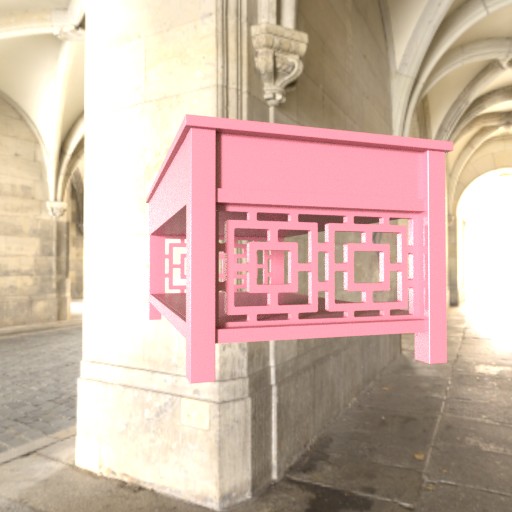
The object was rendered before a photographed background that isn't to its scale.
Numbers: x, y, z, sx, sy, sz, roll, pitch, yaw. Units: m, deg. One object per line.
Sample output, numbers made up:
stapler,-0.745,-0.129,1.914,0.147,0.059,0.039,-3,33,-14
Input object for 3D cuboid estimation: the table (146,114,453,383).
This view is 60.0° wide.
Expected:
table,0.000,0.000,1.405,0.612,0.493,1.068,0,-1,-18
